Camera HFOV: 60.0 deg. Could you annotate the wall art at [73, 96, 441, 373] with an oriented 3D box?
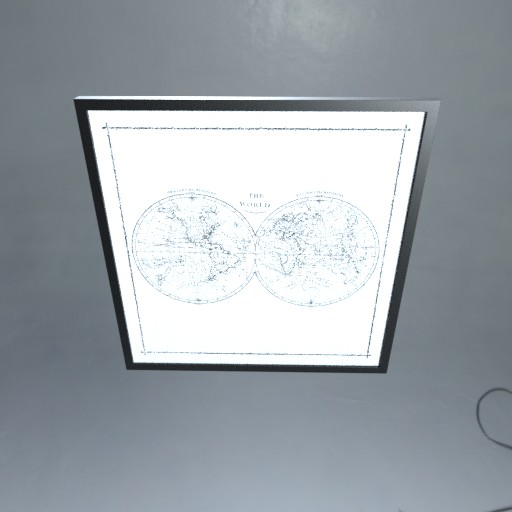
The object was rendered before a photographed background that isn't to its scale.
[{"bbox_3d":[0.000,0.000,1.137,0.773,0.775,0.031,1,30,1],"label":"wall art"}]
